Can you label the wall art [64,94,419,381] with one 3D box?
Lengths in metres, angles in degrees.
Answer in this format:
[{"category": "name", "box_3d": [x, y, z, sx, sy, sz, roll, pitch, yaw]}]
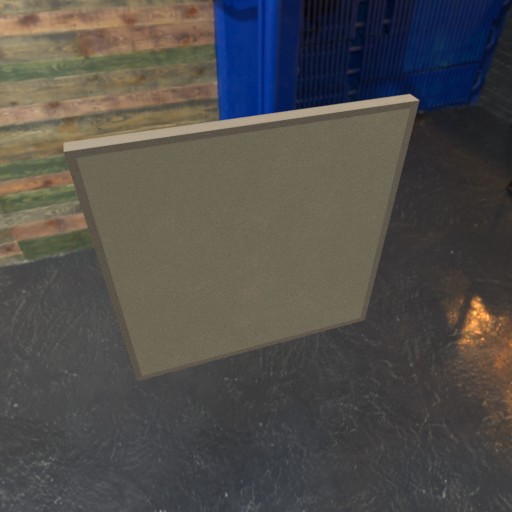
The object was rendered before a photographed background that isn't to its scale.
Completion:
[{"category": "wall art", "box_3d": [0.000, 0.000, 1.174, 0.761, 0.758, 0.038, -12, 43, -13]}]
